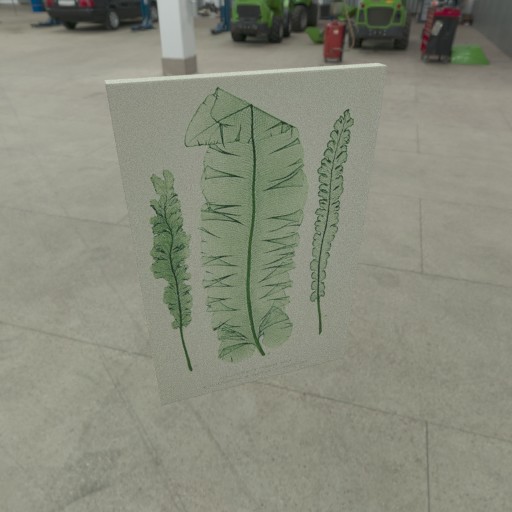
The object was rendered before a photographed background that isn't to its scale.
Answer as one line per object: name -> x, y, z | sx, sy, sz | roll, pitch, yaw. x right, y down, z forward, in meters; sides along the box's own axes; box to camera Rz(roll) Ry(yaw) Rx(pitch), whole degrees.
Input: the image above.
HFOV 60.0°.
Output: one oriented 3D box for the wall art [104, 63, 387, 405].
wall art -> 0.000, 0.000, 1.177 | 0.610, 0.914, 0.038 | -10, 34, -16
